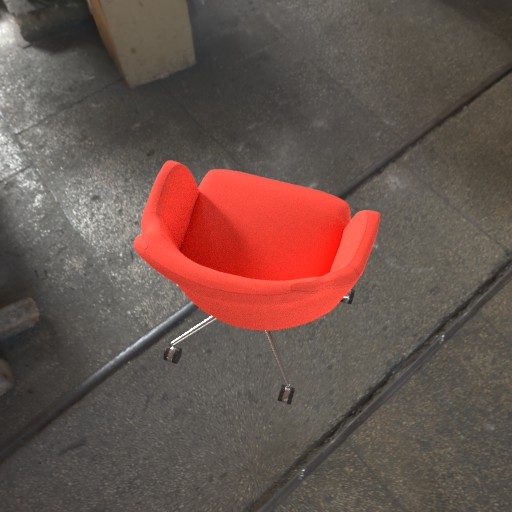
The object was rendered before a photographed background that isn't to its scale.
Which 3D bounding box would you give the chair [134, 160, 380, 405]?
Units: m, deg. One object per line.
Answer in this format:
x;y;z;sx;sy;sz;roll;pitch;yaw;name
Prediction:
0.000;0.000;1.246;0.655;0.820;0.600;15;65;7;chair
